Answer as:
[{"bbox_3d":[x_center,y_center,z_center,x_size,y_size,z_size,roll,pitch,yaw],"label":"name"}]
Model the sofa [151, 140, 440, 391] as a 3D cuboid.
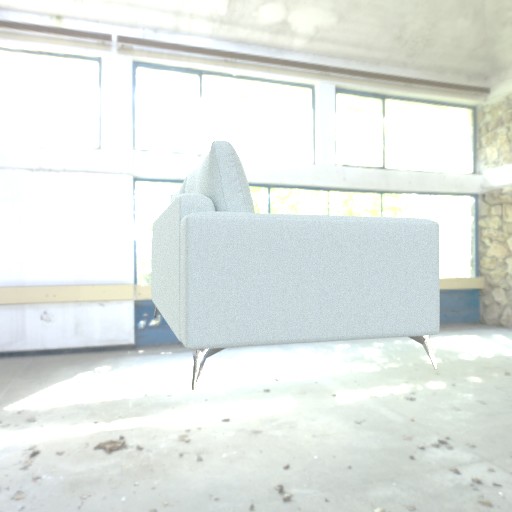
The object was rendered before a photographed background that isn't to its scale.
[{"bbox_3d":[0.000,0.000,2.198,0.920,0.790,1.650,0,0,-17],"label":"sofa"}]
